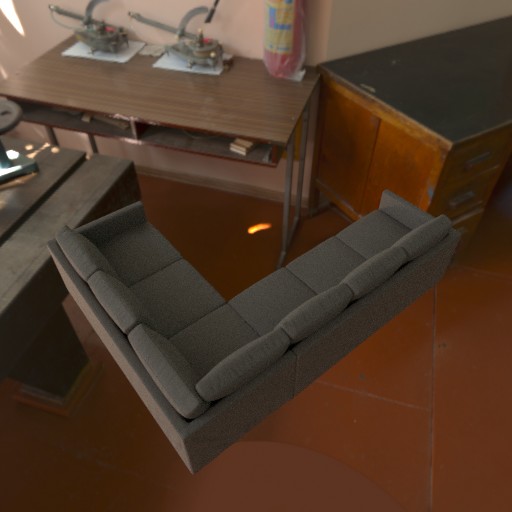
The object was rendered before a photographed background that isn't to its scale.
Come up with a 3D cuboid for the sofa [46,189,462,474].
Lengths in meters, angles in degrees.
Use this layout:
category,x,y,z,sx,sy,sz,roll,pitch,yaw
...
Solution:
category,x,y,z,sx,sy,sz,roll,pitch,yaw
sofa,0.000,0.000,4.406,3.182,0.871,2.432,-30,53,-26
